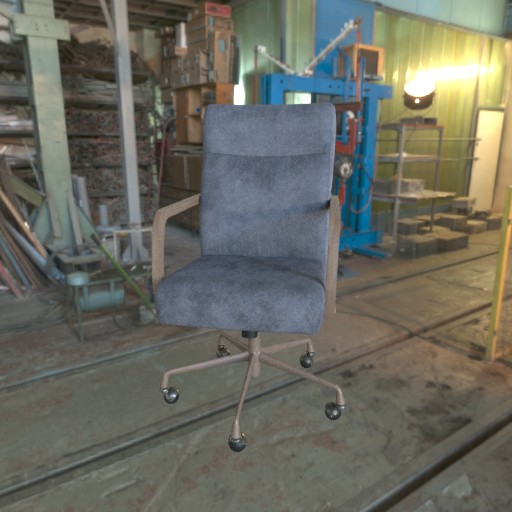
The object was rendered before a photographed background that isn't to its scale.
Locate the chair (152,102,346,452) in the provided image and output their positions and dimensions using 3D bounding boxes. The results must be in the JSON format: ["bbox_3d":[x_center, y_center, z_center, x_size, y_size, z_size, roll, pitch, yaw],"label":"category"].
[{"bbox_3d":[0.000,0.000,1.507,0.640,1.029,0.741,2,15,9],"label":"chair"}]
